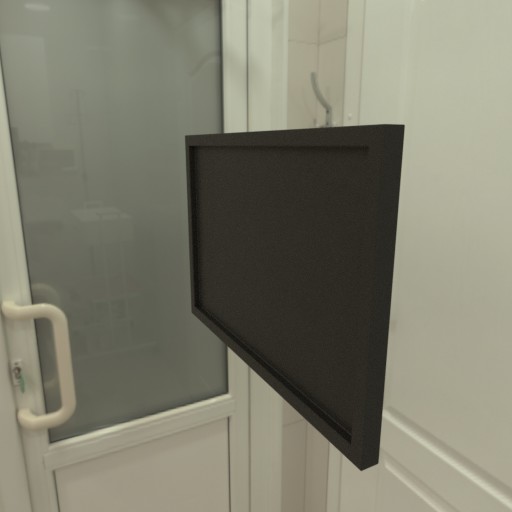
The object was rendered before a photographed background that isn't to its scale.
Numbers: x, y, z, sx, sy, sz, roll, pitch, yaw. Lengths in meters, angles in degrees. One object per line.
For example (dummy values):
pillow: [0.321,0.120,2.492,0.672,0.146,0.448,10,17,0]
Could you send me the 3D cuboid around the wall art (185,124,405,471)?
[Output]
wall art: [0.000,0.000,0.559,0.021,0.301,0.443,-7,16,-27]
